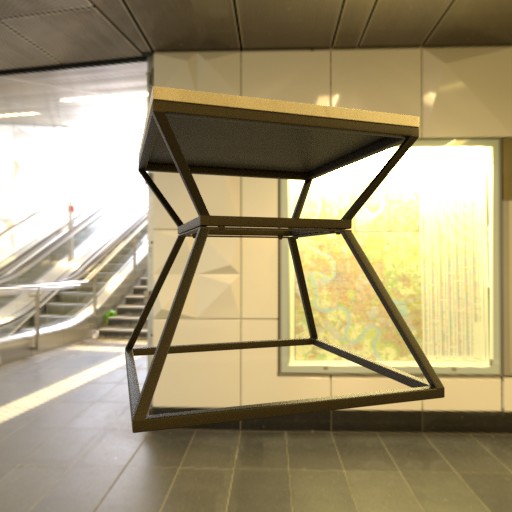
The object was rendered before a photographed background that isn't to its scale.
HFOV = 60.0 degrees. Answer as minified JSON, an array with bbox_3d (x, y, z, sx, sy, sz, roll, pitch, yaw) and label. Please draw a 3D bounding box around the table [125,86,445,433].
[{"bbox_3d":[0.000,0.000,0.819,0.455,0.431,0.455,0,0,-18],"label":"table"}]
